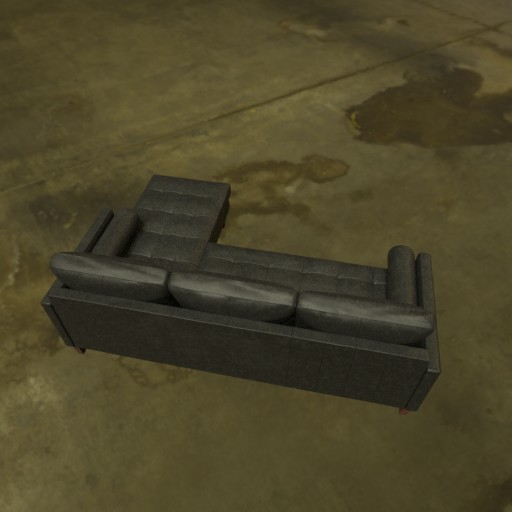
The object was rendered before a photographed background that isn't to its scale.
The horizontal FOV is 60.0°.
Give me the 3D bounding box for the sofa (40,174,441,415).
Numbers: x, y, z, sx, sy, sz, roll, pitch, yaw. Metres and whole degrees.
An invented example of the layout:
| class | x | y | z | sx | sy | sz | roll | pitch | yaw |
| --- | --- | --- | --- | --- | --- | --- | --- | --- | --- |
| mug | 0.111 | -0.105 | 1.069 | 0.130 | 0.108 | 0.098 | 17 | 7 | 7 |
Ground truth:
| class | x | y | z | sx | sy | sz | roll | pitch | yaw |
| --- | --- | --- | --- | --- | --- | --- | --- | --- | --- |
| sofa | 0.000 | 0.000 | 2.940 | 2.178 | 0.876 | 1.497 | 8 | 48 | 8 |
